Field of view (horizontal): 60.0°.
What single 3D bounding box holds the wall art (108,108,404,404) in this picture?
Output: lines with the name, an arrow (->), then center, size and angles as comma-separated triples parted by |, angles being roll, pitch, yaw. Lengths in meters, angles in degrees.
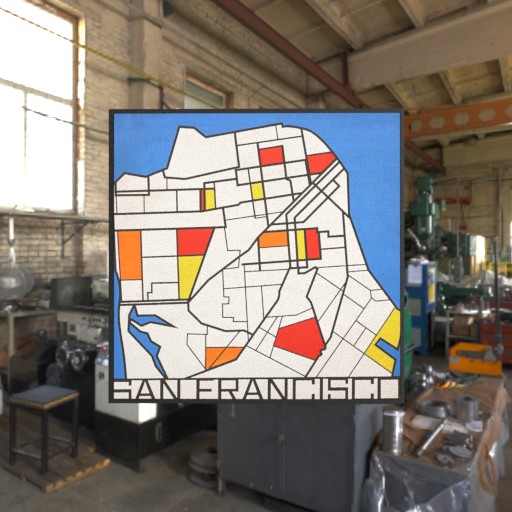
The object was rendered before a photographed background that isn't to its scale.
wall art -> 0.000, 0.000, 1.001 | 0.664, 0.663, 0.015 | 0, 0, 0
